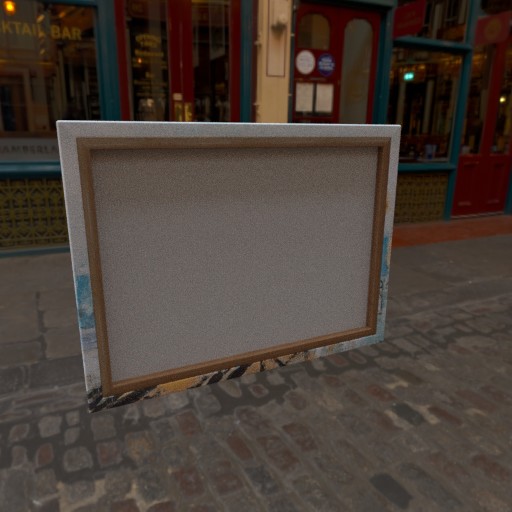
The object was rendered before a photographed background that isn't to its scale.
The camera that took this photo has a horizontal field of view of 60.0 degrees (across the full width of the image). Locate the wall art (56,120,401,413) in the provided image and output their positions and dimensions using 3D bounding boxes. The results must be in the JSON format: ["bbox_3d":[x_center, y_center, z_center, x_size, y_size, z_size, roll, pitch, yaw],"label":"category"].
[{"bbox_3d":[0.000,0.000,1.328,1.016,0.762,0.038,-7,17,-24],"label":"wall art"}]
